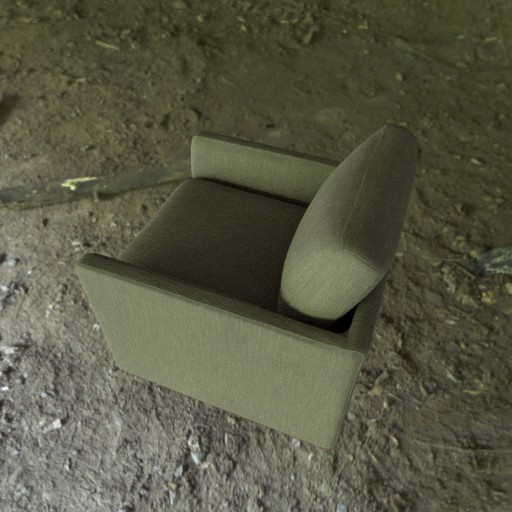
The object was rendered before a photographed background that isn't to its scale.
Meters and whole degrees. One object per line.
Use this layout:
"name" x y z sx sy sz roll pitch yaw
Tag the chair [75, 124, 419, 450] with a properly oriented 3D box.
"chair" 0.000 0.000 1.480 0.834 0.811 0.763 16 48 15
